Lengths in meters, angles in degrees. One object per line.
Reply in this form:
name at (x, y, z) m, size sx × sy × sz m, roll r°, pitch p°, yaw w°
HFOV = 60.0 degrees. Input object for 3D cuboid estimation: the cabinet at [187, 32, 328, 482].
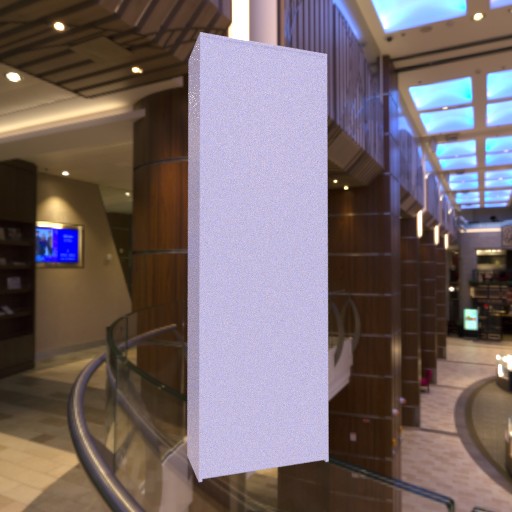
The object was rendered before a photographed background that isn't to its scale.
cabinet at (0.000, 0.000, 1.810) m, size 0.520 × 1.630 × 0.255 m, roll 0°, pitch -1°, yaw -19°
